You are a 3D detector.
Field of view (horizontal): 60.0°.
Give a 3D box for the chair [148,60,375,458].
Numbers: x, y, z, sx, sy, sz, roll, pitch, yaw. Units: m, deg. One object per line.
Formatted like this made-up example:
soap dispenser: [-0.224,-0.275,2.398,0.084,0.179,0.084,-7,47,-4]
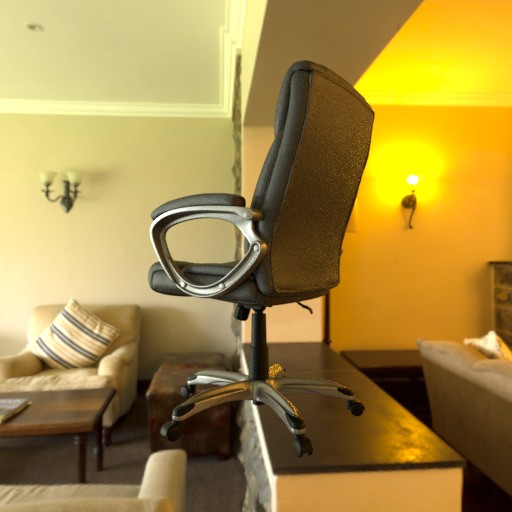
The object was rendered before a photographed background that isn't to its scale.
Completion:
chair: [0.000,0.000,1.582,0.719,1.130,0.721,0,0,36]
